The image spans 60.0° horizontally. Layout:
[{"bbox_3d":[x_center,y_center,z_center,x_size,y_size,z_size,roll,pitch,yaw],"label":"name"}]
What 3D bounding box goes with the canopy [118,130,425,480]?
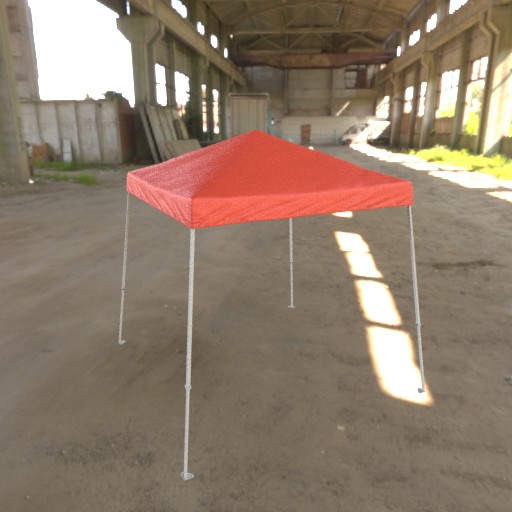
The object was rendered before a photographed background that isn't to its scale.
[{"bbox_3d":[0.000,0.000,5.206,2.850,2.850,2.849,-8,18,-26],"label":"canopy"}]
